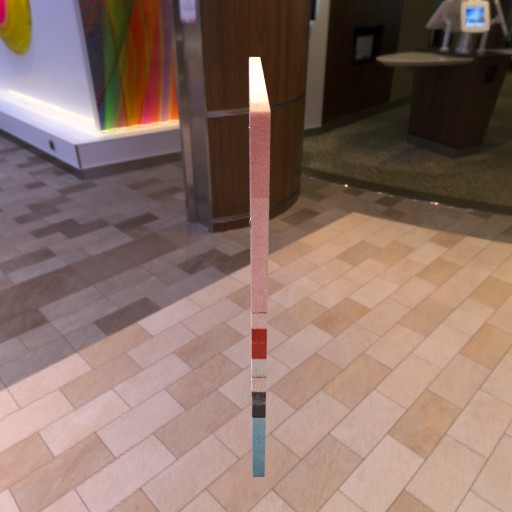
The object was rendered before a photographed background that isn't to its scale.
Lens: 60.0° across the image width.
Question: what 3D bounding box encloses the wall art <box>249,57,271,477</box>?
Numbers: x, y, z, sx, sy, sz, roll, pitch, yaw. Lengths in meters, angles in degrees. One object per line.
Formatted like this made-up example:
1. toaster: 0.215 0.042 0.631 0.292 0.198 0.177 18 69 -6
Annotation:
1. wall art: 0.000 0.000 1.336 0.039 1.016 0.761 0 30 -1
